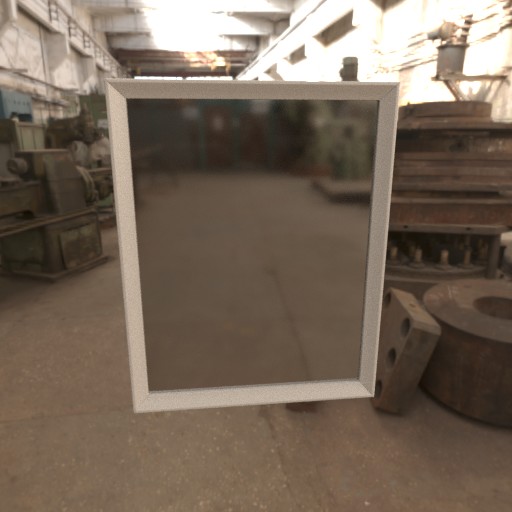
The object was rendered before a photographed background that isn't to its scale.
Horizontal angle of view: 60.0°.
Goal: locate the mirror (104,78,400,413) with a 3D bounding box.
[{"bbox_3d":[0.000,0.000,0.692,0.406,0.509,0.041,-2,16,-6],"label":"mirror"}]
